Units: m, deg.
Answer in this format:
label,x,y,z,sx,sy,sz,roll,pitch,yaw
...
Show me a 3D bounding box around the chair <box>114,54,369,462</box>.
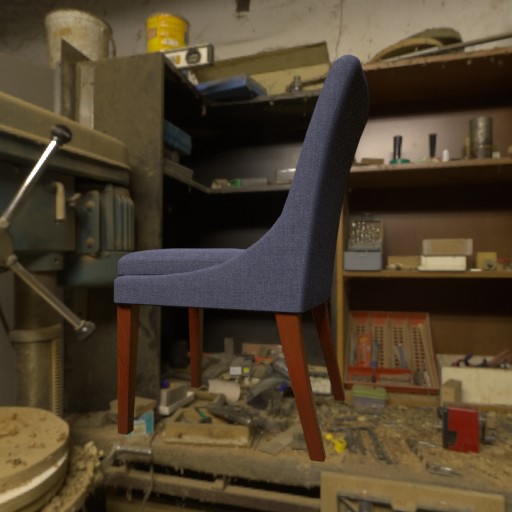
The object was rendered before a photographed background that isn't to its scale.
label,x,y,z,sx,sy,sz,roll,pitch,yaw
chair,0.000,0.000,1.325,0.655,0.952,0.508,0,-1,17
